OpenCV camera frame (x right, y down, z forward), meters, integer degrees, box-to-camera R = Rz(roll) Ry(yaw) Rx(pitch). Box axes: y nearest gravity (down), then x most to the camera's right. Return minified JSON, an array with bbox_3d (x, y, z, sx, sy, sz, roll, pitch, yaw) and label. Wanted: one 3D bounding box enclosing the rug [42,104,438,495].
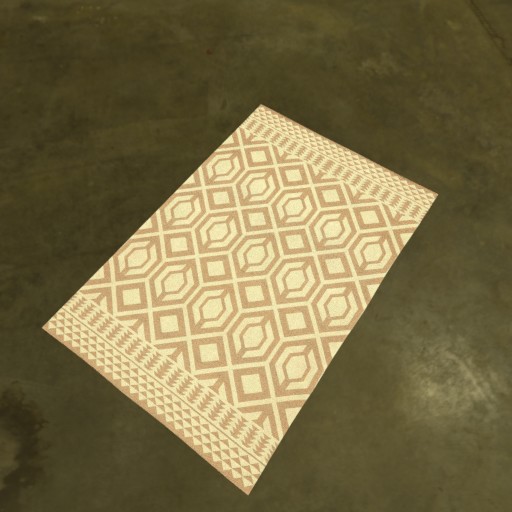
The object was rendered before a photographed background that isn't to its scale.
[{"bbox_3d":[0.000,0.000,2.311,1.219,0.008,1.829,32,66,16],"label":"rug"}]
